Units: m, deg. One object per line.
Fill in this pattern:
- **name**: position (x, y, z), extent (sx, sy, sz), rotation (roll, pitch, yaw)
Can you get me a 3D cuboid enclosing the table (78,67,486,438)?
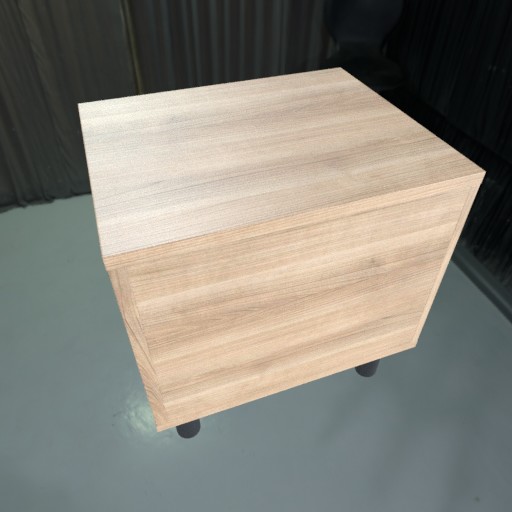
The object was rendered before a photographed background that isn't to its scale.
- **table**: position (0.000, 0.000, 0.758), extent (0.445, 0.460, 0.380), rotation (-14, 44, -15)
